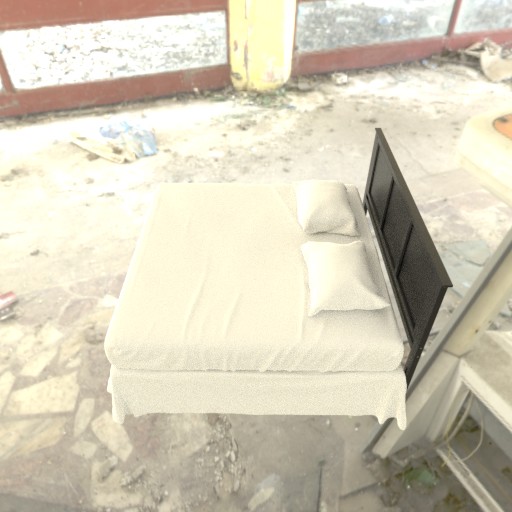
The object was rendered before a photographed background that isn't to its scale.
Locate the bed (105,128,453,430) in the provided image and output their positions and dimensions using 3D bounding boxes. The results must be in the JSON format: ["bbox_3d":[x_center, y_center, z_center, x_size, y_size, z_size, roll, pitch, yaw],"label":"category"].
[{"bbox_3d":[0.000,0.000,3.596,2.219,1.271,2.315,1,41,1],"label":"bed"}]
